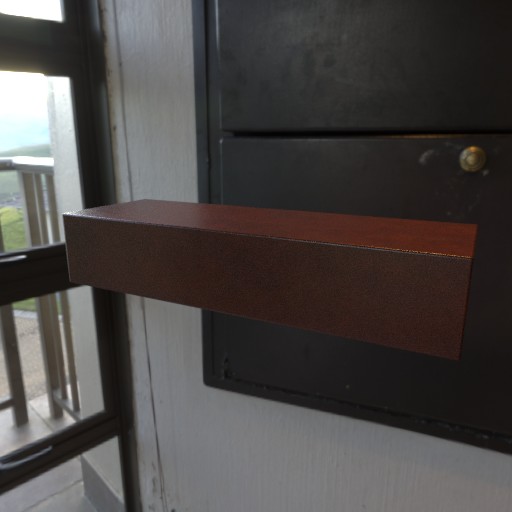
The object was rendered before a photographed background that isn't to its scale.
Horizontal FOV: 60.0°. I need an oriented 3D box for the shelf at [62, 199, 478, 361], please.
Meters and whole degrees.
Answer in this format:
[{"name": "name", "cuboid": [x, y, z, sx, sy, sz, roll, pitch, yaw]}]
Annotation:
[{"name": "shelf", "cuboid": [0.000, 0.000, 0.521, 0.457, 0.088, 0.152, 7, 17, 26]}]
